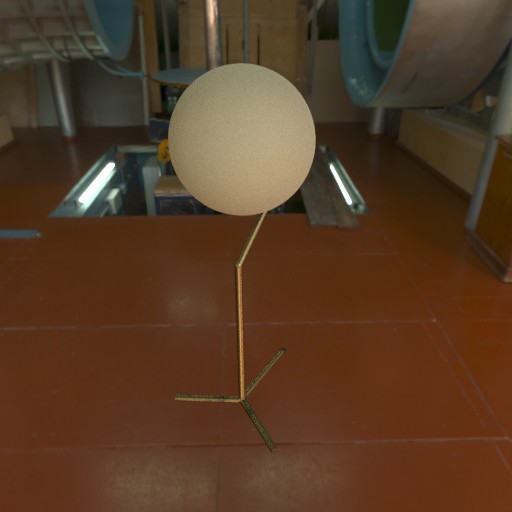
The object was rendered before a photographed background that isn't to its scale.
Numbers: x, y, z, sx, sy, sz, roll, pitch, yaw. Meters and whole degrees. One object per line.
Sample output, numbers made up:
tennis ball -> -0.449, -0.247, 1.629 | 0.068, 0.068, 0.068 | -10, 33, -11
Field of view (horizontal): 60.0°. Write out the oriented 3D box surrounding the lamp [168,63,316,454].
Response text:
lamp -> 0.000, 0.000, 0.682 | 0.210, 0.552, 0.251 | 18, 34, 28
